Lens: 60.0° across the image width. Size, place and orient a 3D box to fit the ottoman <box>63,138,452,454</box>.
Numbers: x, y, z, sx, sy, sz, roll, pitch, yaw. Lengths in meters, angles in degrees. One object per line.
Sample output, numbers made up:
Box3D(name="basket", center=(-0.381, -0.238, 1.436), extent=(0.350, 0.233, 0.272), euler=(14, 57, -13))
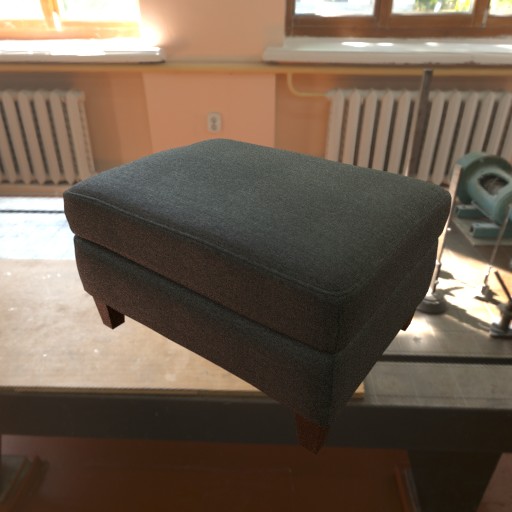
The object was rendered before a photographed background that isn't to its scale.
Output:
Box3D(name="ottoman", center=(0.000, 0.000, 1.223), extent=(0.826, 0.496, 0.639), euler=(21, 36, 31))
